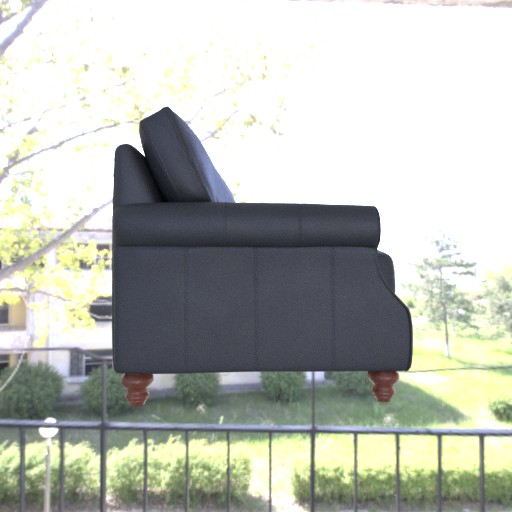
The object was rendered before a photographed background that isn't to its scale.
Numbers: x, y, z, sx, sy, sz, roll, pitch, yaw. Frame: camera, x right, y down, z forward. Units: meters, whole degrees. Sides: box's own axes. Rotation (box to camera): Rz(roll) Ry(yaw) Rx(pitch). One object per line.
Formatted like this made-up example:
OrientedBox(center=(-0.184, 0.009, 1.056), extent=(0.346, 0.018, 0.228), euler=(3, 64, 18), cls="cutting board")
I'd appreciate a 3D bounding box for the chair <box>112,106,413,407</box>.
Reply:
OrientedBox(center=(0.000, 0.000, 1.802), extent=(1.027, 0.960, 1.015), euler=(0, -1, 1), cls="chair")
